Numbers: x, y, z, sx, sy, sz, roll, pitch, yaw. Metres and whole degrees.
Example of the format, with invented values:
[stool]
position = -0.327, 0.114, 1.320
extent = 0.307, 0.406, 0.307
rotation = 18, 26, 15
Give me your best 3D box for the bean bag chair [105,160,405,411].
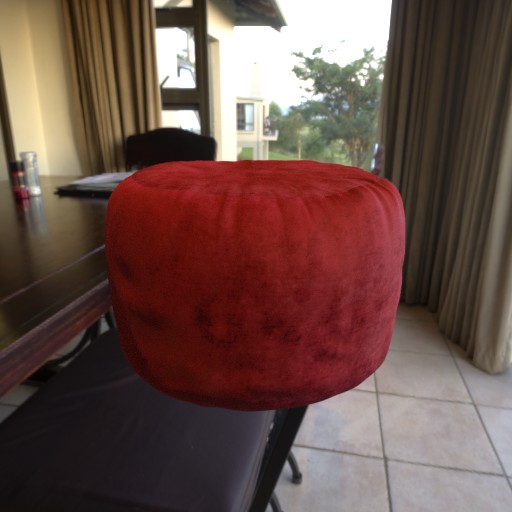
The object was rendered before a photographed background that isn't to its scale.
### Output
[bean bag chair]
position = 0.000, 0.000, 1.911
extent = 1.219, 0.762, 1.219
rotation = 0, 18, 0
